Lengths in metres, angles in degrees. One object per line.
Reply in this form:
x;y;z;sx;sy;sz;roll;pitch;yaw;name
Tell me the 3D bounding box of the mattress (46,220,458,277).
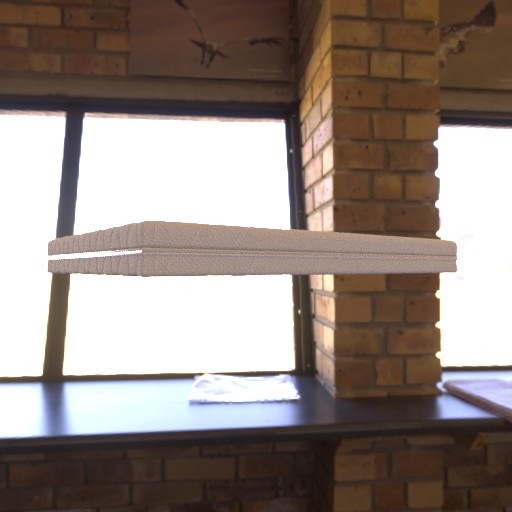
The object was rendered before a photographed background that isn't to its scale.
0.000;0.000;2.617;2.000;0.200;1.400;1;-2;-37;mattress
